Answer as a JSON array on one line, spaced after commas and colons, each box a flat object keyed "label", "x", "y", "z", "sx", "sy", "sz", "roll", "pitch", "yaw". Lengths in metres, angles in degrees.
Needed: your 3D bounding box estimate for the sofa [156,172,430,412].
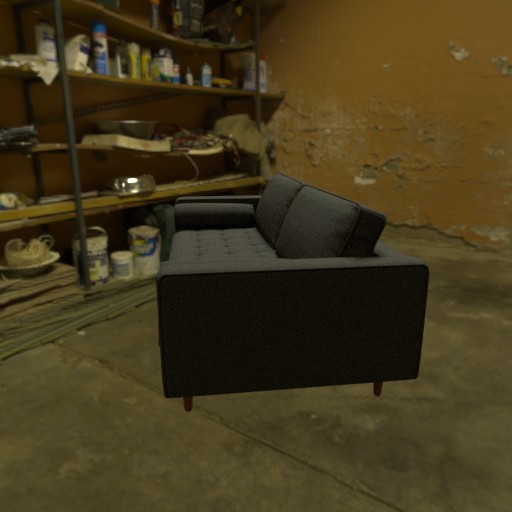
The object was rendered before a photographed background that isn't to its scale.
[{"label": "sofa", "x": 0.000, "y": 0.000, "z": 2.335, "sx": 0.914, "sy": 0.759, "sz": 1.875, "roll": -2, "pitch": 15, "yaw": -8}]
